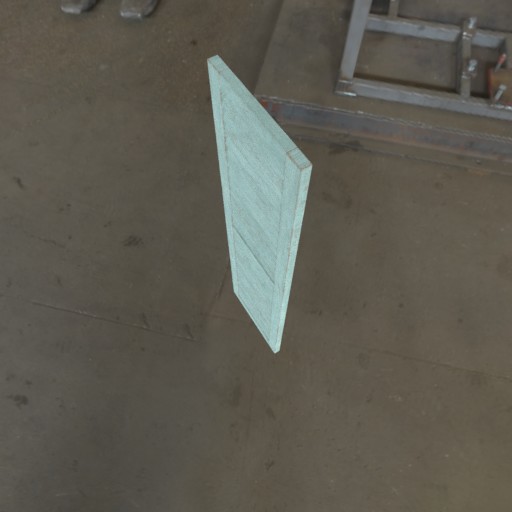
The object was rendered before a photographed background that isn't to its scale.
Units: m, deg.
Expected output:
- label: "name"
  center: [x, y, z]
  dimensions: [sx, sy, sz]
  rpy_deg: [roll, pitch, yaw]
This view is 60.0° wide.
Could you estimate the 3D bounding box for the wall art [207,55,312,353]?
- label: "wall art"
  center: [0.000, 0.000, 1.370]
  dimensions: [0.025, 1.219, 0.329]
  rpy_deg: [-29, 67, -14]
